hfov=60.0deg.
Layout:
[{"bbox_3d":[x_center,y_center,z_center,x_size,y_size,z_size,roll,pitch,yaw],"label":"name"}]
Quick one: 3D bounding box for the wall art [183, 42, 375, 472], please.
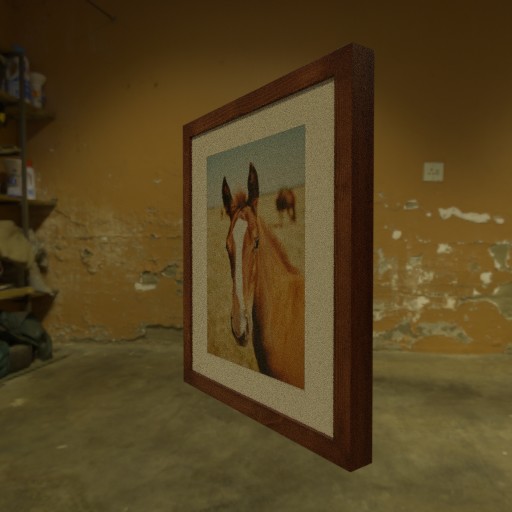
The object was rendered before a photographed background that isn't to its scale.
[{"bbox_3d":[0.000,0.000,0.535,0.030,0.381,0.330,-1,1,-36],"label":"wall art"}]
